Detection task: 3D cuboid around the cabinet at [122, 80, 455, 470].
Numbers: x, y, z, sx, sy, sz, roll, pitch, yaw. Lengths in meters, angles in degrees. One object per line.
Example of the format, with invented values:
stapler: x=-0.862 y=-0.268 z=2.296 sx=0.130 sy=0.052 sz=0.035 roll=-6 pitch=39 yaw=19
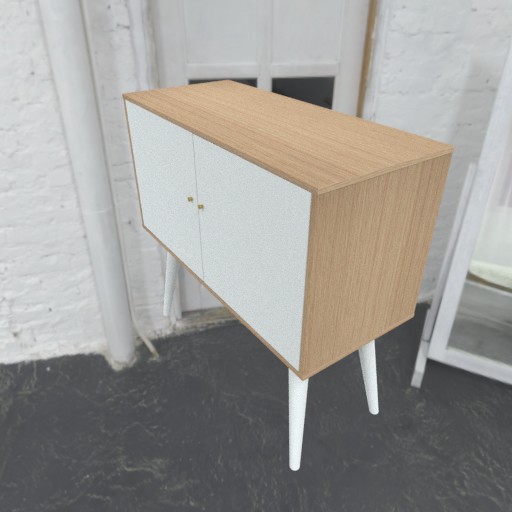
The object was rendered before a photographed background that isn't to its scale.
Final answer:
cabinet: x=0.000 y=0.000 z=1.626 sx=0.470 sy=1.016 sz=1.057 roll=-21 pitch=37 yaw=-29
